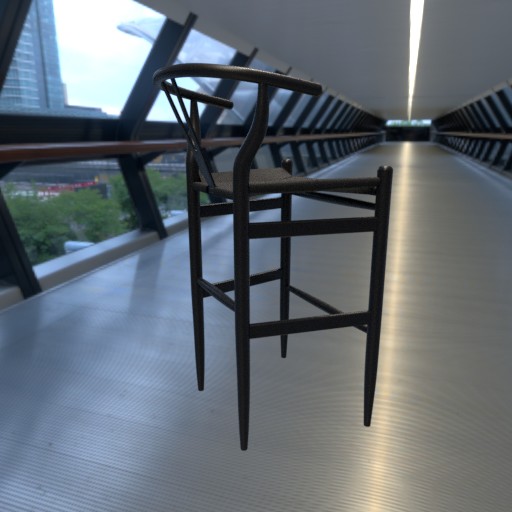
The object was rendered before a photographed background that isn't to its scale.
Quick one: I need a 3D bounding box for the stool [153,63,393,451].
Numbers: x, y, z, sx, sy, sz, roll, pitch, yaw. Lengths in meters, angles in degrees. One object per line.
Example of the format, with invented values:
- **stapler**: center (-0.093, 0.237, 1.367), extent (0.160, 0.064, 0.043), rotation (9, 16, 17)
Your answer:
- **stool**: center (0.000, 0.000, 1.407), extent (0.579, 1.072, 0.569), rotation (-7, 16, -26)
